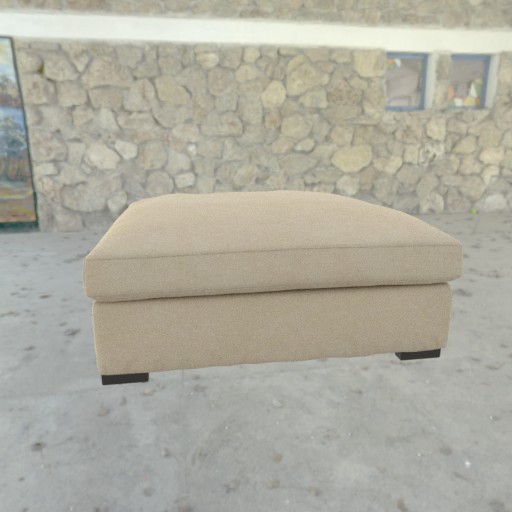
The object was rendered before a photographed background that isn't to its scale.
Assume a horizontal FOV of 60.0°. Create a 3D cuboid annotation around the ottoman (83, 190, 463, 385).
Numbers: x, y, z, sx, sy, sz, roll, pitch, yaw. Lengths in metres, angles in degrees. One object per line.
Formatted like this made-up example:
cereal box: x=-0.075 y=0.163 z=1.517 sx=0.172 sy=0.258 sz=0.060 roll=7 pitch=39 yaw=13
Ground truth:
ottoman: x=0.000 y=0.000 z=1.932 sx=1.205 sy=0.522 sz=1.190 roll=-2 pitch=14 yaw=-9
